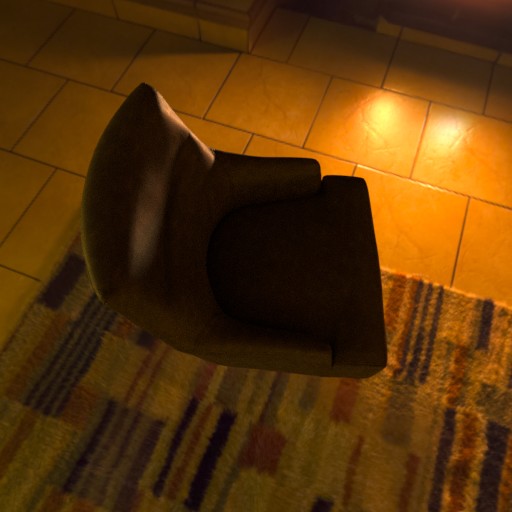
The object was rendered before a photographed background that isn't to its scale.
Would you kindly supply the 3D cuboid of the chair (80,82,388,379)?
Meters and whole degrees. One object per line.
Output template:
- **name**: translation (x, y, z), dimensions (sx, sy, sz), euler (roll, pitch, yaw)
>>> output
- **chair**: translation (0.000, 0.000, 1.498), dimensions (0.874, 0.870, 0.738), euler (1, 63, 0)
